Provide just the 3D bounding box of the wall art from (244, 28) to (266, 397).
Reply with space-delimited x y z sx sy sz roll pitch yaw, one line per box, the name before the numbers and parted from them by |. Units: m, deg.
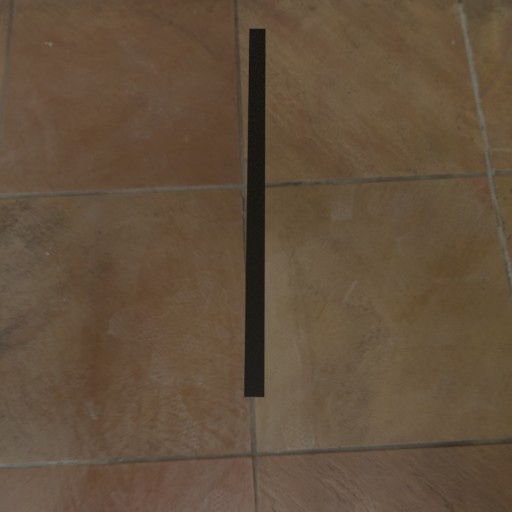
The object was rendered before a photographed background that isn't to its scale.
wall art | 0.000 0.000 1.431 0.038 1.062 0.806 0 76 0
